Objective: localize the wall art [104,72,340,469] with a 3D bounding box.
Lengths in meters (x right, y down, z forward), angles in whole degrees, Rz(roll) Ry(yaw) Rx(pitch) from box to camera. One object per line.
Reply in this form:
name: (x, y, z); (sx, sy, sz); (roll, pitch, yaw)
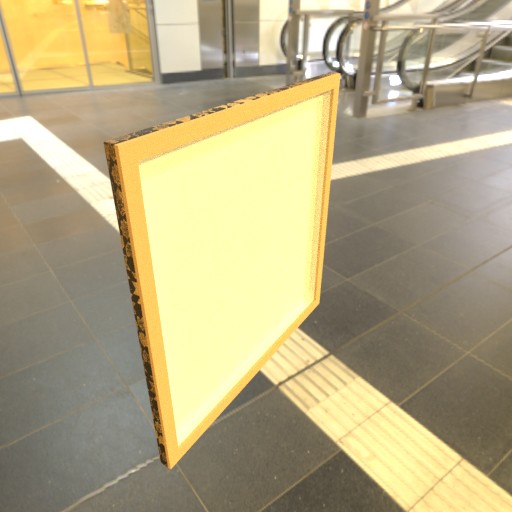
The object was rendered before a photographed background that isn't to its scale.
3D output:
wall art: (0.000, 0.000, 1.328); (0.038, 0.914, 0.914); (19, 36, 28)
